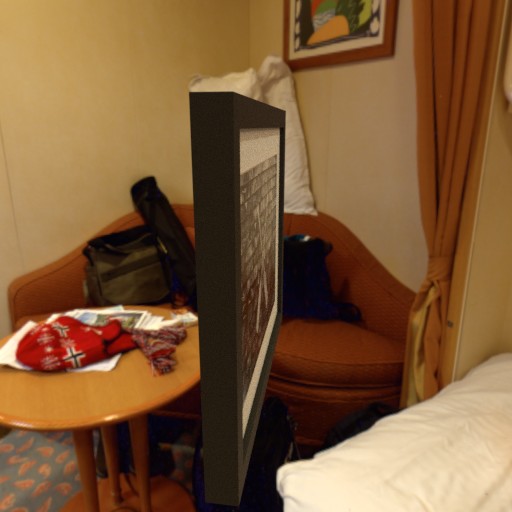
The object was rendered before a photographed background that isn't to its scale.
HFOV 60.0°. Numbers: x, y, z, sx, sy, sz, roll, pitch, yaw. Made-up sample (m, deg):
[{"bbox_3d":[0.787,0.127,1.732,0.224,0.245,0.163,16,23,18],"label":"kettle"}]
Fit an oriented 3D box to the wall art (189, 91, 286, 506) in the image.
[{"bbox_3d":[0.000,0.000,0.511,0.029,0.330,0.381,2,17,8],"label":"wall art"}]
